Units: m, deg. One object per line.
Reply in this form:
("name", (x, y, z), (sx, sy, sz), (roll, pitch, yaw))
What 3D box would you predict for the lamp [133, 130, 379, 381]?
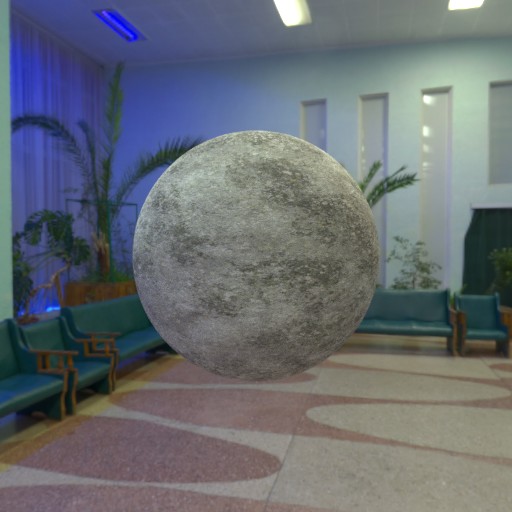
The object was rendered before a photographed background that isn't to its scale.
("lamp", (0.000, 0.000, 0.785), (0.422, 0.429, 0.422), (0, 1, 0))
